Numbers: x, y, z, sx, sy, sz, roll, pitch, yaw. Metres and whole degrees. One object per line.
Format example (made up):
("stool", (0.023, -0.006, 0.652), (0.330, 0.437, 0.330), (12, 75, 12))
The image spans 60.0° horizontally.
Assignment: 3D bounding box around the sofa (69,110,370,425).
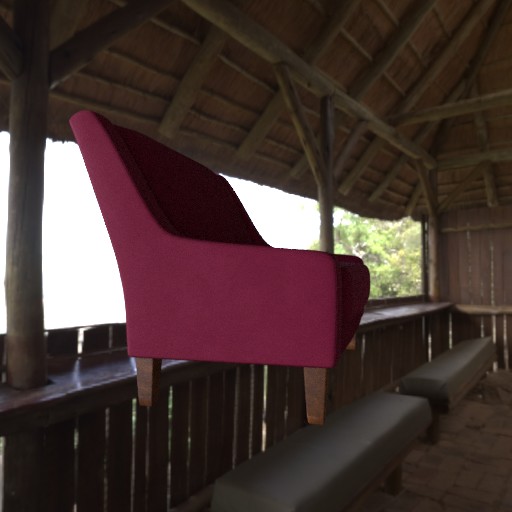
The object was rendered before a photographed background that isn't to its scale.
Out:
("sofa", (0.000, 0.000, 1.928), (0.946, 0.976, 1.242), (0, -1, 17))
